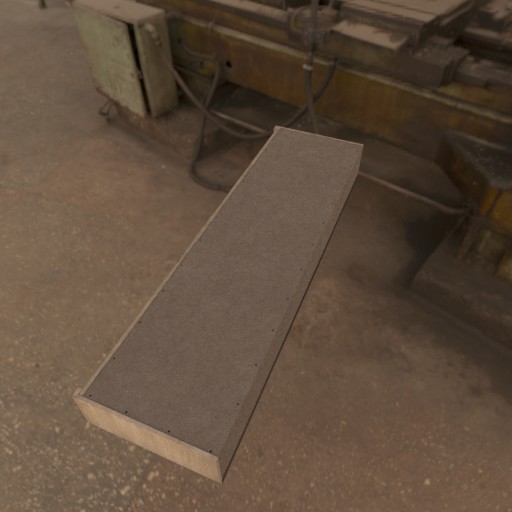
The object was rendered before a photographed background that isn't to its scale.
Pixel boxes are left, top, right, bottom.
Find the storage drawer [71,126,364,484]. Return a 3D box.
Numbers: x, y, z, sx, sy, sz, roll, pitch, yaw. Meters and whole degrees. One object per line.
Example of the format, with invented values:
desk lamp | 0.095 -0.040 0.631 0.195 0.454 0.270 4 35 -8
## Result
storage drawer | 0.000 0.000 2.299 0.591 0.274 2.072 17 48 16
